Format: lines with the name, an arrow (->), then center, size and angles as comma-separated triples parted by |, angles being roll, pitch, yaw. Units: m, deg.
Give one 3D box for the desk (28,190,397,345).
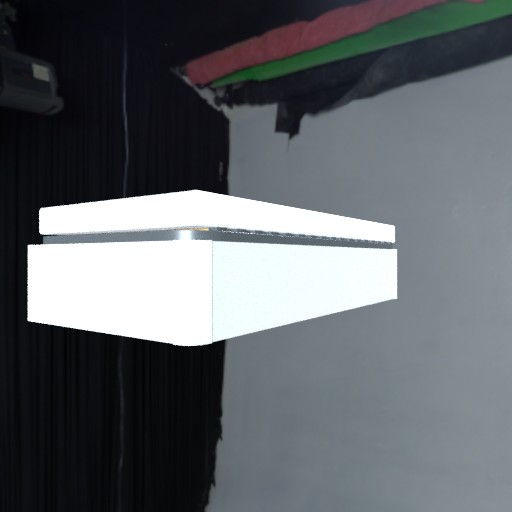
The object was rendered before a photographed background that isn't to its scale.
desk -> 0.000, 0.000, 2.293 | 0.900, 0.526, 1.900 | 0, 0, 35
